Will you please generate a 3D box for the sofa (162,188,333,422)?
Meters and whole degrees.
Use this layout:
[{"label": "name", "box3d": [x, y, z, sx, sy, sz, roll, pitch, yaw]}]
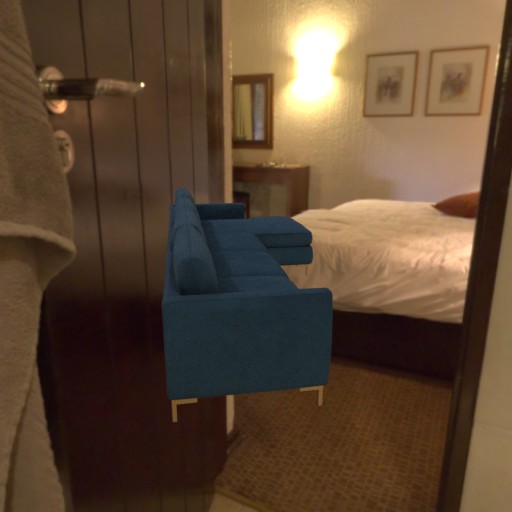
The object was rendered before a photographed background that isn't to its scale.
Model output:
[{"label": "sofa", "box3d": [0.000, 0.000, 3.460, 1.350, 0.810, 2.932, -3, 15, -10]}]
